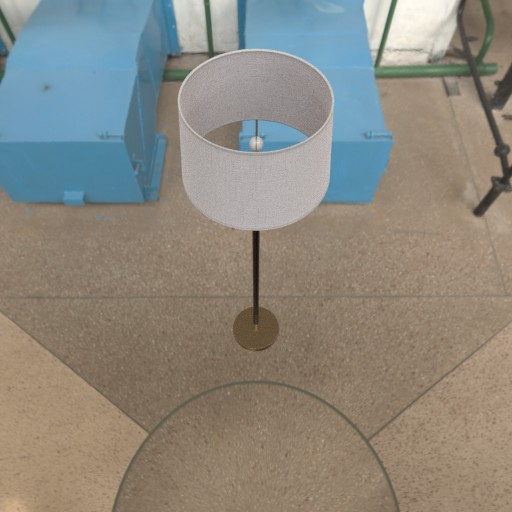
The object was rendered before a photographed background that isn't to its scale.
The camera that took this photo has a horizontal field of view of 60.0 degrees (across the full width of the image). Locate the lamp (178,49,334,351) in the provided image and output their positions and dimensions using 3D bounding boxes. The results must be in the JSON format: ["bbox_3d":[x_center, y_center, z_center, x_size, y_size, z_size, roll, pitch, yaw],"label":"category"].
[{"bbox_3d":[0.000,0.000,1.665,0.420,1.447,0.420,0,59,0],"label":"lamp"}]
